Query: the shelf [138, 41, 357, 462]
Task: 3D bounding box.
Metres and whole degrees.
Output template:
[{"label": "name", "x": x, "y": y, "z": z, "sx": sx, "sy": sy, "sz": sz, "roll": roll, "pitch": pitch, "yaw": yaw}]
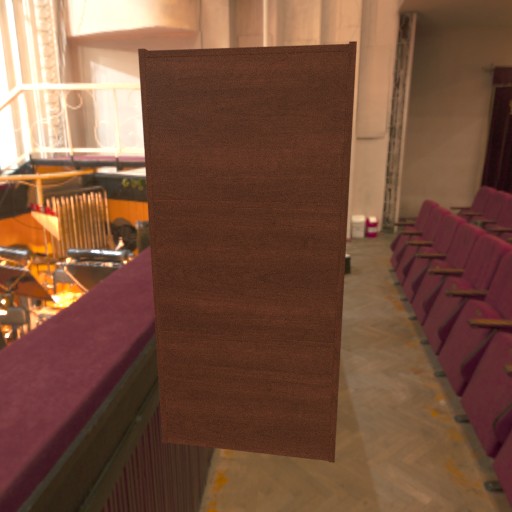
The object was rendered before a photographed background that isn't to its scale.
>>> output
[{"label": "shelf", "x": 0.000, "y": 0.000, "z": 1.067, "sx": 0.414, "sy": 0.879, "sz": 0.290, "roll": 2, "pitch": 15, "yaw": 9}]
